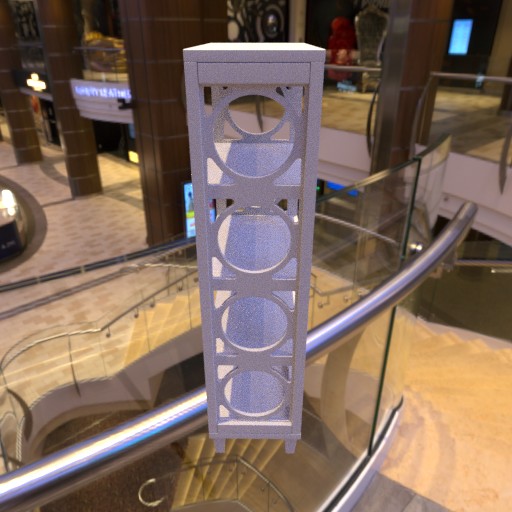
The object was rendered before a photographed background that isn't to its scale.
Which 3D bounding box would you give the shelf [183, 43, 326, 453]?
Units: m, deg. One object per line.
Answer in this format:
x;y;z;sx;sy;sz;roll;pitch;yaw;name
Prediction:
0.000;0.000;1.644;0.340;1.411;0.611;0;27;1;shelf
